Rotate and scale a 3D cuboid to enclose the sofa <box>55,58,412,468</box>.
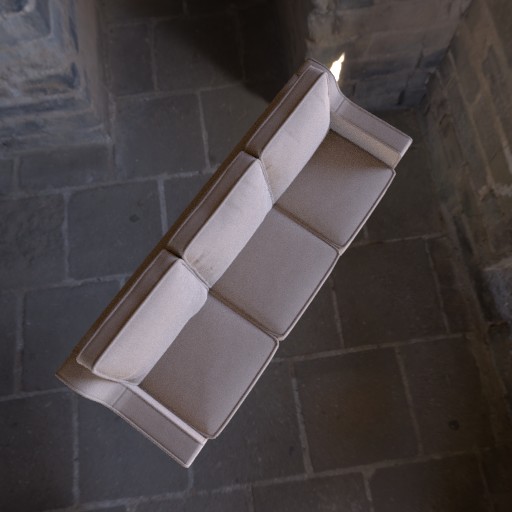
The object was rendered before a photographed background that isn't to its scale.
[{"bbox_3d":[0.000,0.000,2.486,0.791,0.902,2.131,34,77,9],"label":"sofa"}]
